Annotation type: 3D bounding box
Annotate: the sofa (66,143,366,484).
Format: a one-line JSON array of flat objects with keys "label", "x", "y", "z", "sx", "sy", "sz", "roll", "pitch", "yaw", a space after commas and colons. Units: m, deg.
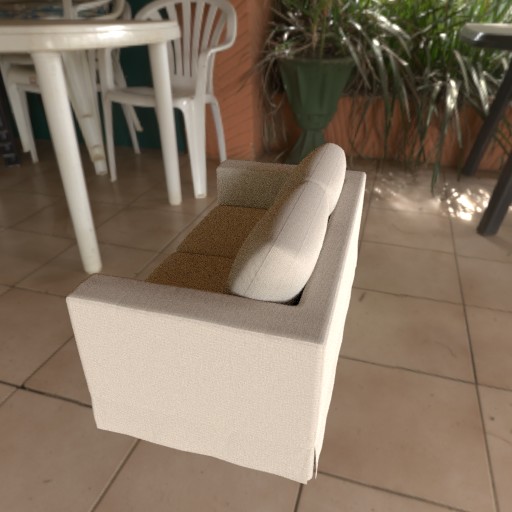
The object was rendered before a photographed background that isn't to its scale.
[{"label": "sofa", "x": 0.000, "y": 0.000, "z": 2.388, "sx": 1.009, "sy": 0.932, "sz": 1.813, "roll": 8, "pitch": 30, "yaw": 14}]
